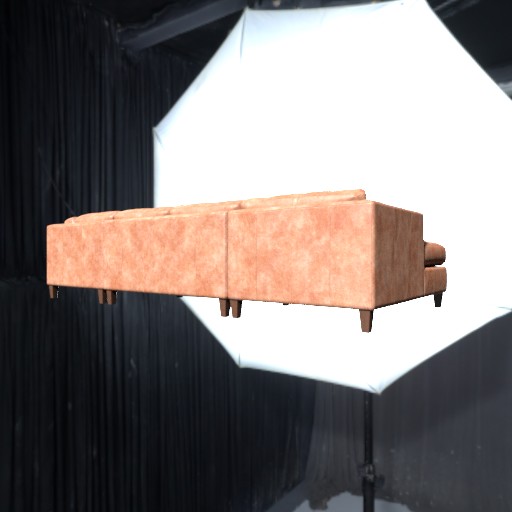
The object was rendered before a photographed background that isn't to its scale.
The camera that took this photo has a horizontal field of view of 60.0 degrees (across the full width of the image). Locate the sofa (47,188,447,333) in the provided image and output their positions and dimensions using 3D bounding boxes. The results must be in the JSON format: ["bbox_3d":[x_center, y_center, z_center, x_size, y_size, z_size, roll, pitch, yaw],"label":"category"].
[{"bbox_3d":[0.000,0.000,4.350,3.401,0.832,2.430,0,0,37],"label":"sofa"}]
